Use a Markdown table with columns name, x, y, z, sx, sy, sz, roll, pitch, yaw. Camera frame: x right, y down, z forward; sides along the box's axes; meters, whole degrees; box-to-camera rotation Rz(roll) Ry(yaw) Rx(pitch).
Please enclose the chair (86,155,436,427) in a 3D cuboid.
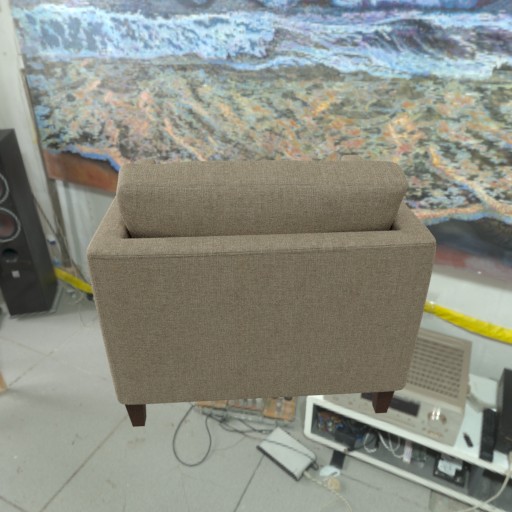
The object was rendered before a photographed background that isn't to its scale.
| name | x | y | z | sx | sy | sz | roll | pitch | yaw |
| --- | --- | --- | --- | --- | --- | --- | --- | --- | --- |
| chair | 0.000 | 0.000 | 1.880 | 1.107 | 0.987 | 0.959 | -2 | 30 | -3 |
